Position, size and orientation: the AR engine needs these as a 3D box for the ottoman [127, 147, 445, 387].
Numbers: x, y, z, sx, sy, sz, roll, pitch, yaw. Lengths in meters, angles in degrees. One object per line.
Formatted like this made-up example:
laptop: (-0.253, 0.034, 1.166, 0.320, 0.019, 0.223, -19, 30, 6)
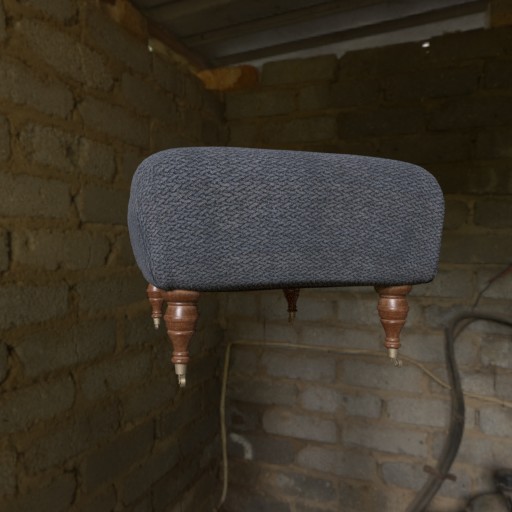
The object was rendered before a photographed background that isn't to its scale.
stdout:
ottoman: (0.000, 0.000, 1.128, 0.622, 0.450, 0.747, 0, 1, -17)
